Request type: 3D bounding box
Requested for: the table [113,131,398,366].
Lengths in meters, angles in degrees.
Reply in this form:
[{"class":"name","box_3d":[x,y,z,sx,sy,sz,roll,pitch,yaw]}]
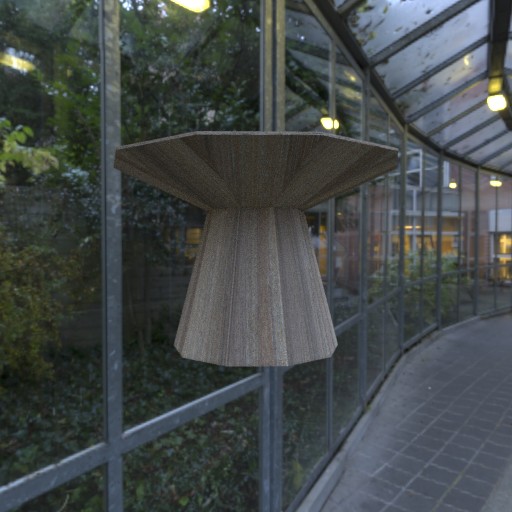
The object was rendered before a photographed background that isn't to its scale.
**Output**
[{"class":"table","box_3d":[0.000,0.000,1.863,1.186,0.752,1.186,0,1,0]}]
